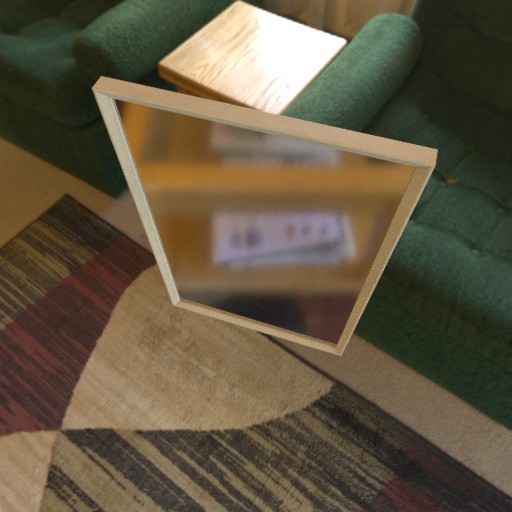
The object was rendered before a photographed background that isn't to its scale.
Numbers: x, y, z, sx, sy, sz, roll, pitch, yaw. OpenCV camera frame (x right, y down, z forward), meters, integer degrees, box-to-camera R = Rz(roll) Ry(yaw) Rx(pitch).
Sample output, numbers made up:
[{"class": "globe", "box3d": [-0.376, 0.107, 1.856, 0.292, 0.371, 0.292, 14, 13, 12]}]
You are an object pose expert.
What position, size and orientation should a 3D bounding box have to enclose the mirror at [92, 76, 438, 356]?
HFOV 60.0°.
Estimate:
[{"class": "mirror", "box3d": [0.000, 0.000, 1.149, 0.609, 0.915, 0.041, 15, 60, 9]}]
